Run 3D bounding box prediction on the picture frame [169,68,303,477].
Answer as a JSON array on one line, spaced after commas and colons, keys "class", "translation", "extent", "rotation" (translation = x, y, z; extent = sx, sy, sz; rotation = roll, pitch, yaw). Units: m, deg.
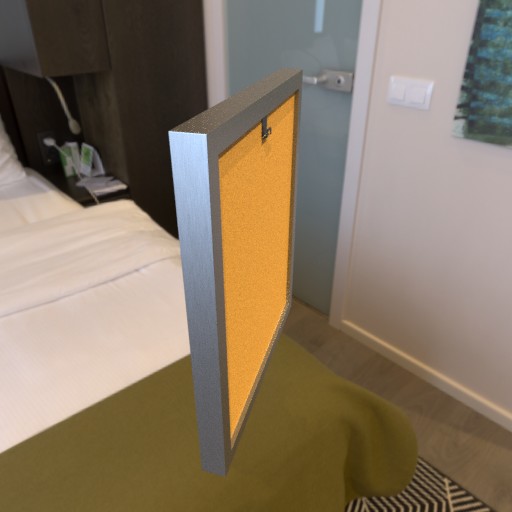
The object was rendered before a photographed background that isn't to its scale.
[{"class": "picture frame", "translation": [0.000, 0.000, 1.365], "extent": [0.073, 0.968, 0.839], "rotation": [9, 31, 14]}]
